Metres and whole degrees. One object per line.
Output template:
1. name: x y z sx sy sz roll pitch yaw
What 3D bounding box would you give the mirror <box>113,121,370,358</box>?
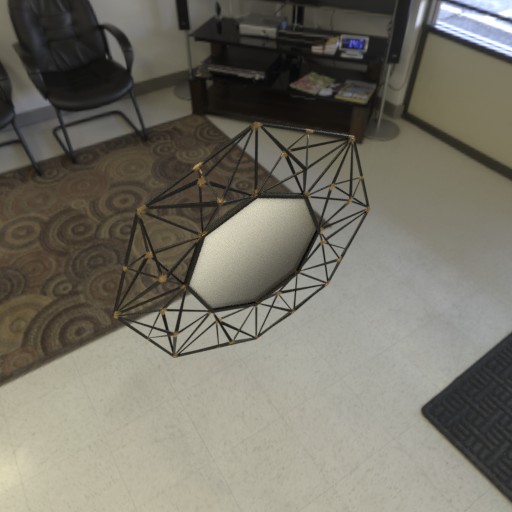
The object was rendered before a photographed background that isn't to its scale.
1. mirror: 0.000 0.000 1.074 0.710 0.710 0.094 -23 50 -21
